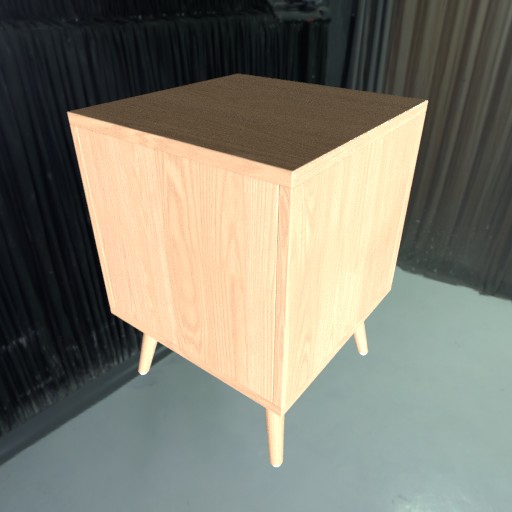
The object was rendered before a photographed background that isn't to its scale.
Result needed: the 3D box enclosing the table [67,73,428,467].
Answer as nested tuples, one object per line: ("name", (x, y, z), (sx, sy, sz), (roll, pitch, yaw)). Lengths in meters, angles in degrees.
("table", (0.000, 0.000, 0.833), (0.400, 0.550, 0.400), (22, 38, 31))
